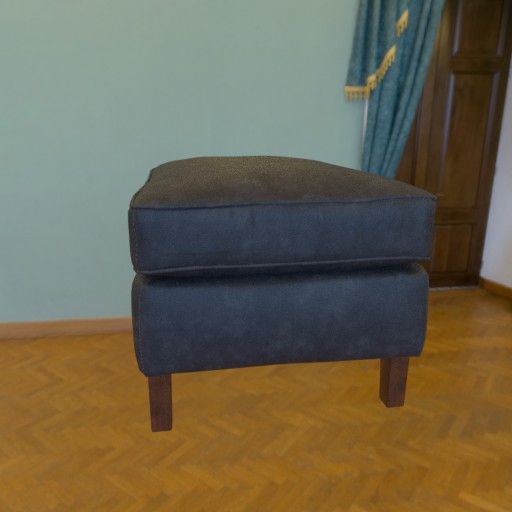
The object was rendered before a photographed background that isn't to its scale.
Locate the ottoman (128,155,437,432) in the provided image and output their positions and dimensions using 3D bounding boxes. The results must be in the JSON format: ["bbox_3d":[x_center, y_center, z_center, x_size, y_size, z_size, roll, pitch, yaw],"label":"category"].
[{"bbox_3d":[0.000,0.000,0.982,0.501,0.413,0.665,-3,16,-9],"label":"ottoman"}]
